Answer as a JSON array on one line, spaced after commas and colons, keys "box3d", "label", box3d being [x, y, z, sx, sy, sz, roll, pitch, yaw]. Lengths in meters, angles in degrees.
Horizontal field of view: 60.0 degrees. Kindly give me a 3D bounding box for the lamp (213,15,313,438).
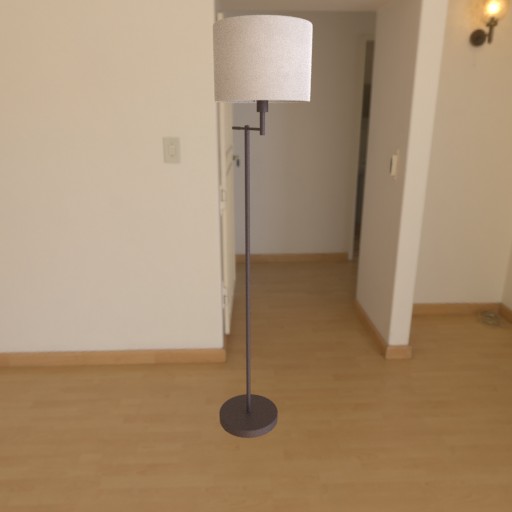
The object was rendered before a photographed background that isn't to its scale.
[{"box3d": [0.000, 0.000, 1.723, 0.324, 1.600, 0.416, -9, 20, -26], "label": "lamp"}]
